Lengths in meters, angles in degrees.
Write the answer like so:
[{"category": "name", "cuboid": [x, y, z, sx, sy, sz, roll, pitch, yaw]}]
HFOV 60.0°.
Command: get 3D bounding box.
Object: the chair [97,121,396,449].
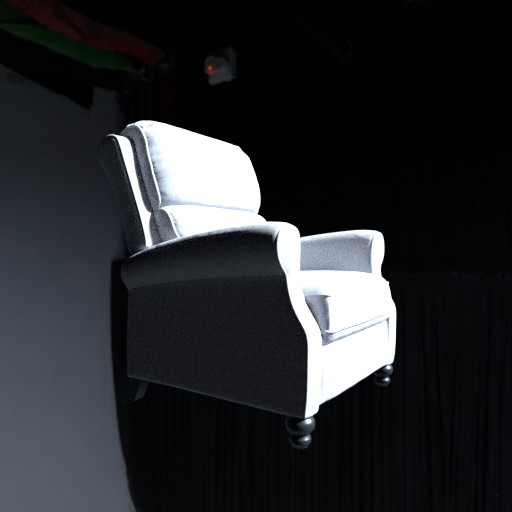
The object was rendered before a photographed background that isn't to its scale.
[{"category": "chair", "cuboid": [0.000, 0.000, 1.732, 0.919, 1.046, 0.859, 1, 1, 35]}]
